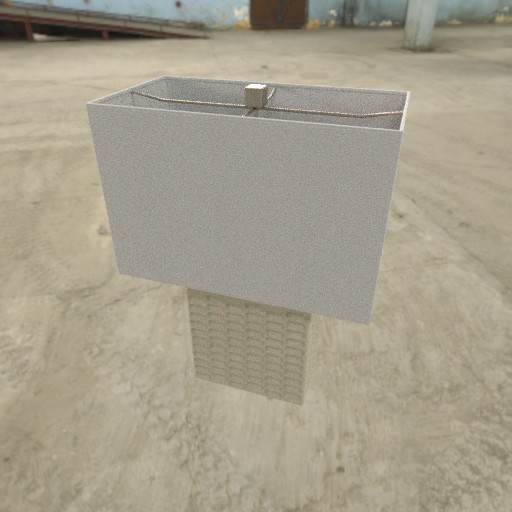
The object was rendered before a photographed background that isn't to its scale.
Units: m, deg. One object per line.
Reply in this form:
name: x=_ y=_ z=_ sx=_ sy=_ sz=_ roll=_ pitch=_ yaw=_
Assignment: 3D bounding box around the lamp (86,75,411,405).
lamp: x=0.000 y=0.000 z=0.707 sx=0.380 sy=0.515 sz=0.200 roll=10 pitch=33 yaw=16
